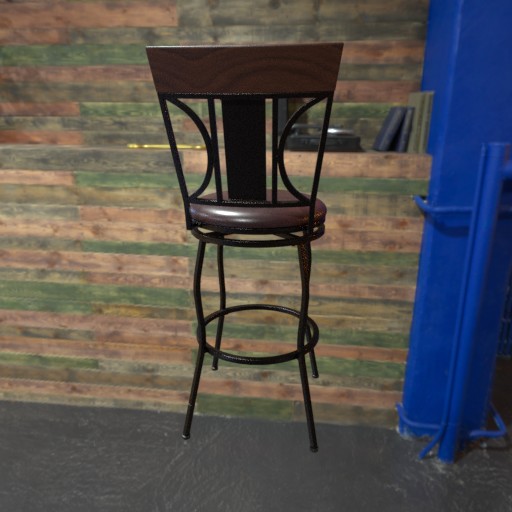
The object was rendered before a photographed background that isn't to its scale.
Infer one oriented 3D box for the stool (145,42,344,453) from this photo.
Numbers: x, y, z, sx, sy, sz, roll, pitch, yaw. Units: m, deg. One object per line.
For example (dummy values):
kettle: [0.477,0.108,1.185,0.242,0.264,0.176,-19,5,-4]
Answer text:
stool: [0.000,0.000,1.373,0.448,1.130,0.513,2,18,8]
